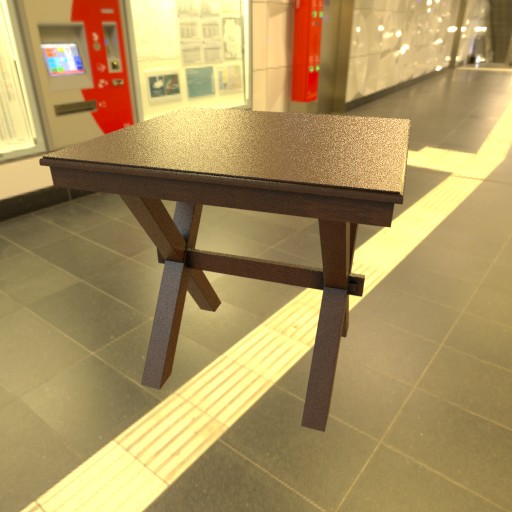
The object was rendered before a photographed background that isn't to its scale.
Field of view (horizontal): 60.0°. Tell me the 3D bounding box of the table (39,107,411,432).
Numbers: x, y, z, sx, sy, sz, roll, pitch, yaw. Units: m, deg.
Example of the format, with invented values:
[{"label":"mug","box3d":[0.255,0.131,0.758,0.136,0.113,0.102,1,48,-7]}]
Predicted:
[{"label":"table","box3d":[0.000,0.000,1.041,0.602,0.562,0.560,9,29,16]}]
